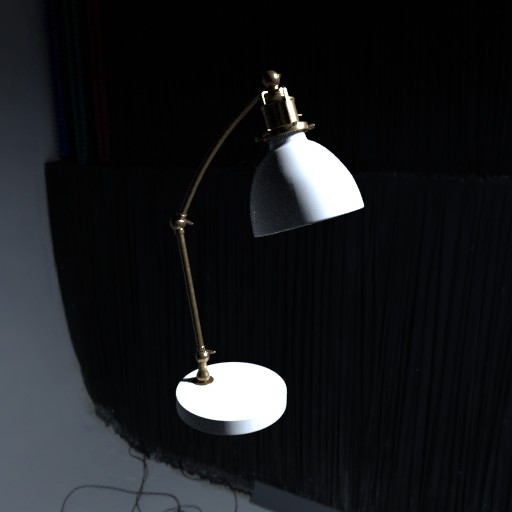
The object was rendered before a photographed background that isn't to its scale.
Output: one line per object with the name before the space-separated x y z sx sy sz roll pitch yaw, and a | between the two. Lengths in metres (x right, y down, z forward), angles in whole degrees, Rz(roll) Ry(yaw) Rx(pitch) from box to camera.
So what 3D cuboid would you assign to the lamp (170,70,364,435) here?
lamp | 0.000 0.000 0.675 0.317 0.522 0.186 7 15 27
